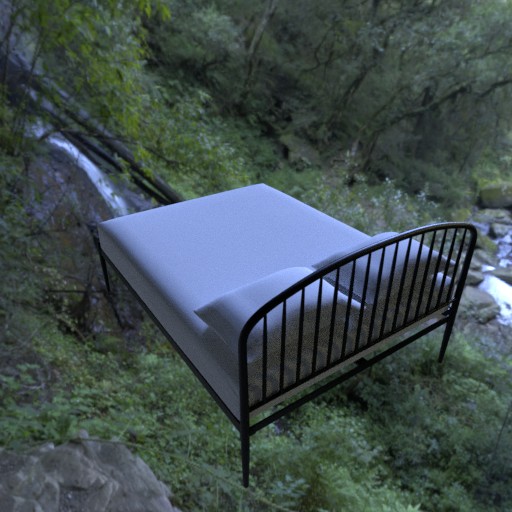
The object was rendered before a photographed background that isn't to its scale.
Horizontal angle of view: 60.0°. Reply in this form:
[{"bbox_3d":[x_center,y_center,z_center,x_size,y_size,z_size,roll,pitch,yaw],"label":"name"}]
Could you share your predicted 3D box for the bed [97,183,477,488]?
[{"bbox_3d":[0.000,0.000,3.093,1.618,1.166,2.159,-19,35,-29],"label":"bed"}]
